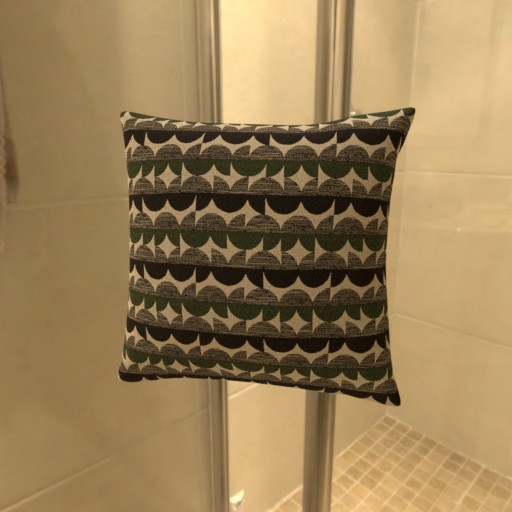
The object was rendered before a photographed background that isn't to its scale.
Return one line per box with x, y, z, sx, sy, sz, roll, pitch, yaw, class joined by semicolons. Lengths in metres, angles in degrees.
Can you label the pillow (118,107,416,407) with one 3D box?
0.000;0.000;0.634;0.419;0.404;0.180;2;14;9;pillow
